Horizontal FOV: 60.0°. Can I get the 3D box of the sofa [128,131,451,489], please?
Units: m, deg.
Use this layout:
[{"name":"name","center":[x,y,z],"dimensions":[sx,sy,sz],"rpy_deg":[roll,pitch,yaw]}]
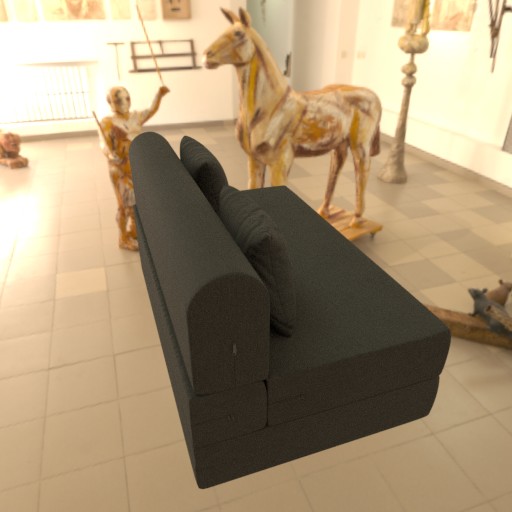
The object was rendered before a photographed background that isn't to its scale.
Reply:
[{"name":"sofa","center":[0.000,0.000,1.632],"dimensions":[0.762,0.670,1.225],"rpy_deg":[-10,31,-17]}]
